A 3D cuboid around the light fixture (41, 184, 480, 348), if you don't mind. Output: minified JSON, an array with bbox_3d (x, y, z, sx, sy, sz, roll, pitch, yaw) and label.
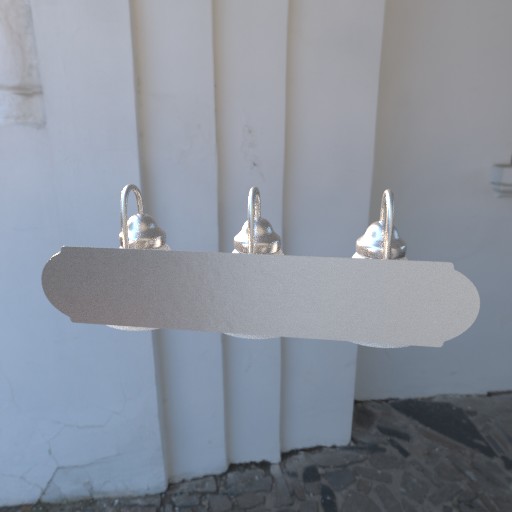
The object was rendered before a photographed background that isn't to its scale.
[{"bbox_3d":[0.000,0.000,0.698,0.610,0.222,0.199,2,17,8],"label":"light fixture"}]
